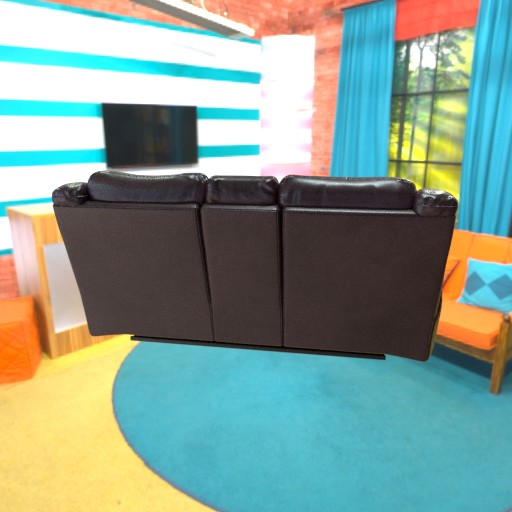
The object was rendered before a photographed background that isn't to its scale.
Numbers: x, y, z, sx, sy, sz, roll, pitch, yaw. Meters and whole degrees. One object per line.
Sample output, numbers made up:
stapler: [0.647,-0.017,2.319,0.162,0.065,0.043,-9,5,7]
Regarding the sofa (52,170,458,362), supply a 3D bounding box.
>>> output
sofa: [0.000,0.000,2.633,2.058,1.043,0.991,3,16,9]
